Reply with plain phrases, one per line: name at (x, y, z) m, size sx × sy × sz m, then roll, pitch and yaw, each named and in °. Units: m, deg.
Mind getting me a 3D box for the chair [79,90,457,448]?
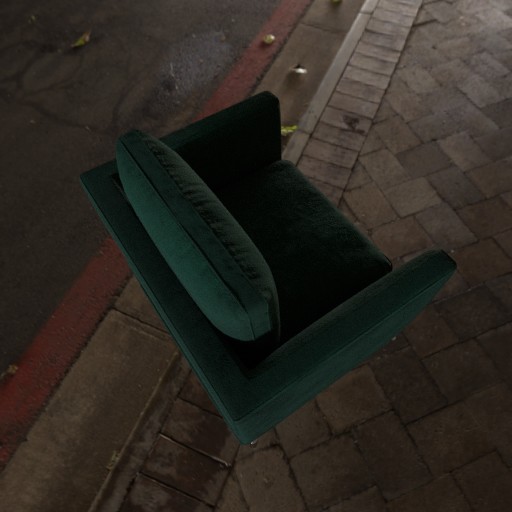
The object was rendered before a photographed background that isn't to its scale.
chair at (0.000, 0.000, 1.696) m, size 0.852 × 0.997 × 1.047 m, roll -30°, pitch 63°, yaw -18°
